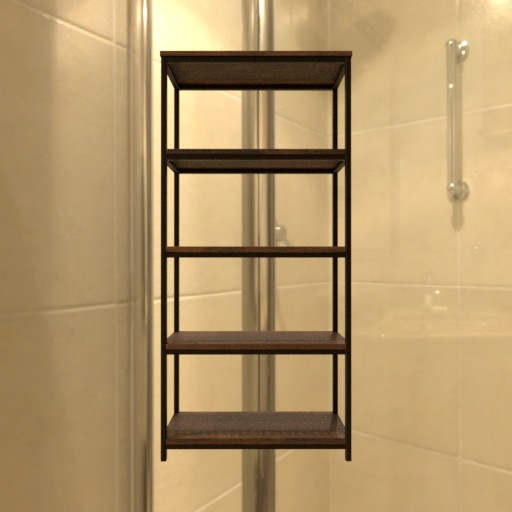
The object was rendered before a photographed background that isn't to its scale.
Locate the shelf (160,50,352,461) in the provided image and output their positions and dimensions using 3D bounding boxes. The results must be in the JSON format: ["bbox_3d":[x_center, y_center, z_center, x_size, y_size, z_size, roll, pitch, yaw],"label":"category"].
[{"bbox_3d":[0.000,0.000,2.187,0.874,1.860,0.359,0,0,0],"label":"shelf"}]
